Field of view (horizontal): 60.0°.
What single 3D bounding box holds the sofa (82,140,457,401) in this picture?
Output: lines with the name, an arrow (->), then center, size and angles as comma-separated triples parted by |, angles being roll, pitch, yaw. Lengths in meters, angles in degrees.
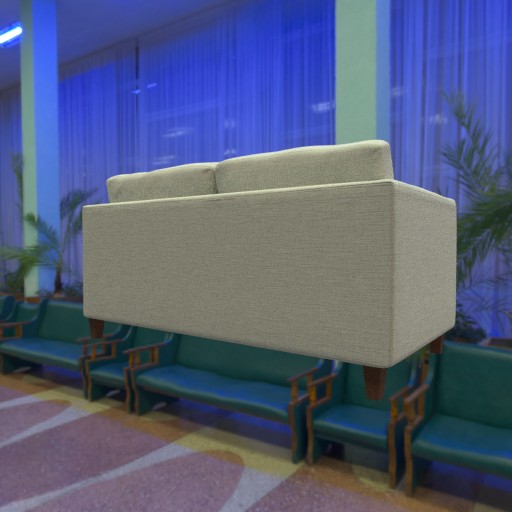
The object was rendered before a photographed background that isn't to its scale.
sofa -> 0.000, 0.000, 2.388 | 1.838, 0.963, 0.950 | 1, 2, 37
